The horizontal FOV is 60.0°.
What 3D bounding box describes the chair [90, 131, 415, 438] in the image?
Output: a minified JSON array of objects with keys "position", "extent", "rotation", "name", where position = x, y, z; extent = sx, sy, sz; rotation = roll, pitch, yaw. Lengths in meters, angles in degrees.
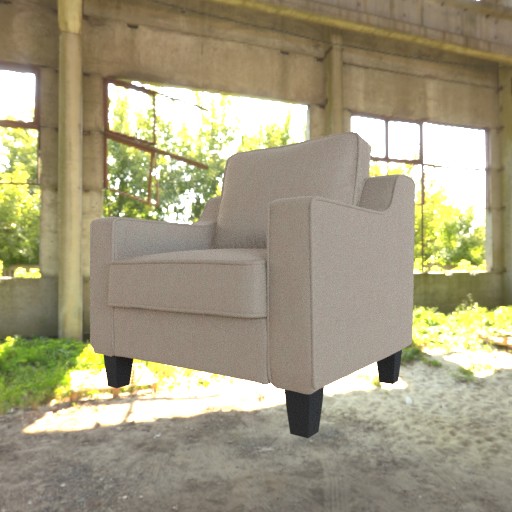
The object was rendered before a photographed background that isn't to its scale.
[{"position":[0.000,0.000,1.657],"extent":[0.922,0.948,0.882],"rotation":[-1,-2,36],"name":"chair"}]
